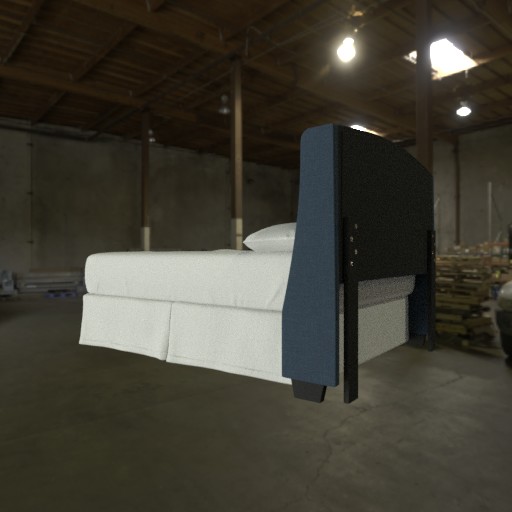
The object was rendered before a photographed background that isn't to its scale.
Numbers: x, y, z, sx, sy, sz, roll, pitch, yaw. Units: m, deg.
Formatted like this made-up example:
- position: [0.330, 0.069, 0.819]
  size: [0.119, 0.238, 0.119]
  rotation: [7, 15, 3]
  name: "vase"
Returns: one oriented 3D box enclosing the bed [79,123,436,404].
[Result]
- position: [0.000, 0.000, 3.391]
  size: [2.237, 1.407, 1.710]
  rotation: [0, 0, 37]
  name: "bed"
